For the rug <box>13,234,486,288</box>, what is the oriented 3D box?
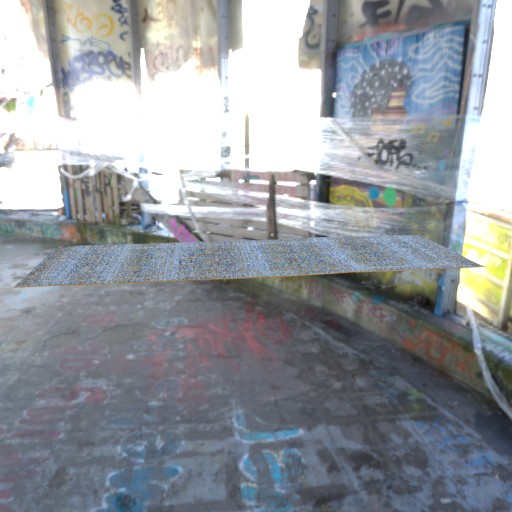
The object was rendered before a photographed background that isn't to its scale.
[{"bbox_3d":[0.000,0.000,2.465,2.294,0.014,0.704,-2,17,-7],"label":"rug"}]
